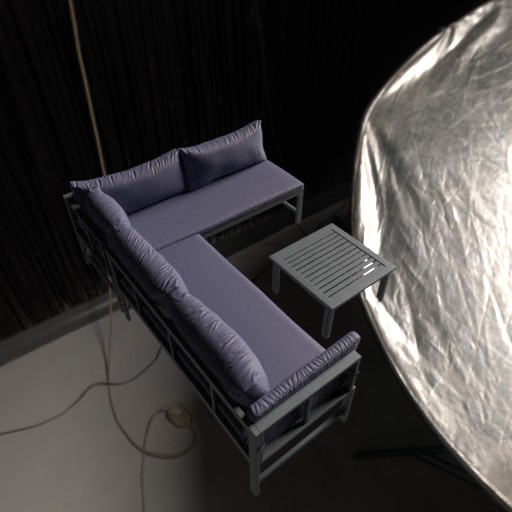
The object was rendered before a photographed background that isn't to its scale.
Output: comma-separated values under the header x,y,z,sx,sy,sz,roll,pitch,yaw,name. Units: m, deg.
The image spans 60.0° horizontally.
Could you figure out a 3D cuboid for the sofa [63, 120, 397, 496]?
x,y,z,sx,sy,sz,roll,pitch,yaw,name
0.000,0.000,2.925,1.658,0.762,2.149,-27,49,-27,sofa
